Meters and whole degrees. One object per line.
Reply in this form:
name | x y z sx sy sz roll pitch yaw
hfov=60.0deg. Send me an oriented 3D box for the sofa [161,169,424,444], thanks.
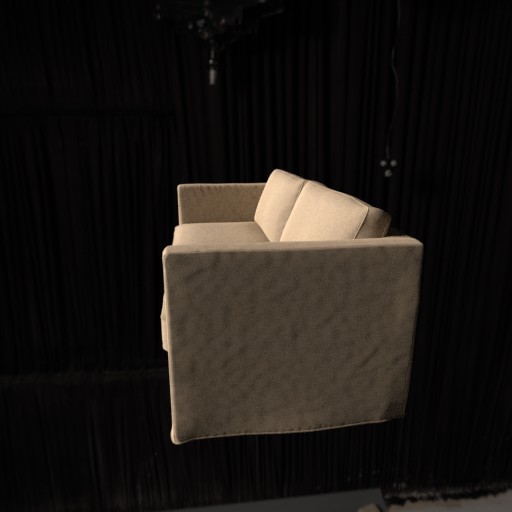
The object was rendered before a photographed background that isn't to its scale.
sofa | 0.000 0.000 2.504 0.956 0.847 1.987 -2 16 -8
